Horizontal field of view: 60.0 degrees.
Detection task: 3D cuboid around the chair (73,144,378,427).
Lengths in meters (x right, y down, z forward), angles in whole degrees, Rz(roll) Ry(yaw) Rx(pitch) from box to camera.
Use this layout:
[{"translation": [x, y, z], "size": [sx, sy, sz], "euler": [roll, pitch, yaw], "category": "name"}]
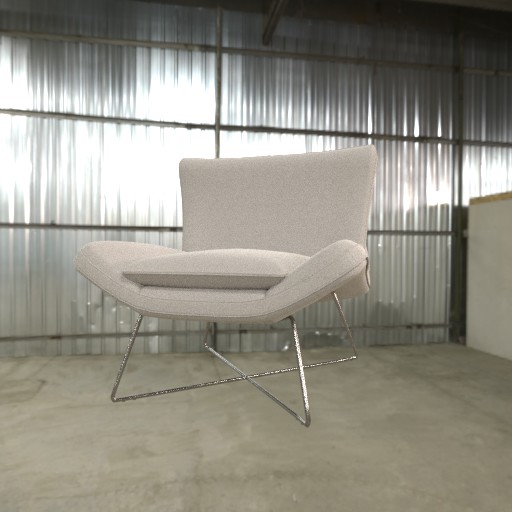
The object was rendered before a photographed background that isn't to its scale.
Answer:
[{"translation": [0.000, 0.000, 1.645], "size": [0.859, 0.855, 1.008], "euler": [0, 1, 18], "category": "chair"}]
